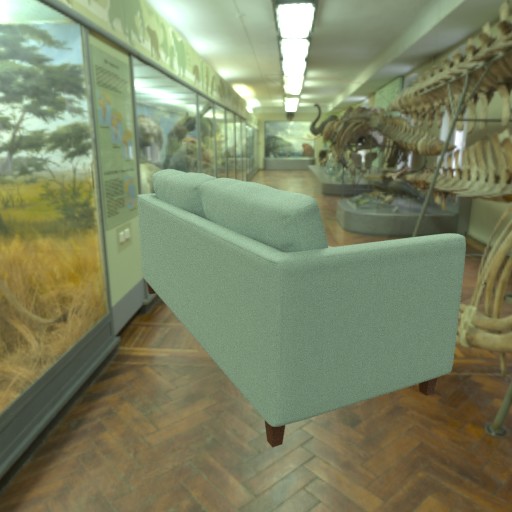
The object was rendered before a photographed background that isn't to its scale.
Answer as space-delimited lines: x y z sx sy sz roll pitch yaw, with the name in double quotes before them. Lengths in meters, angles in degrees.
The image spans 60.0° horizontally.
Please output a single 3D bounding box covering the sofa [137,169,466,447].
"sofa" 0.000 0.000 2.657 0.951 0.965 2.208 -7 16 -26
